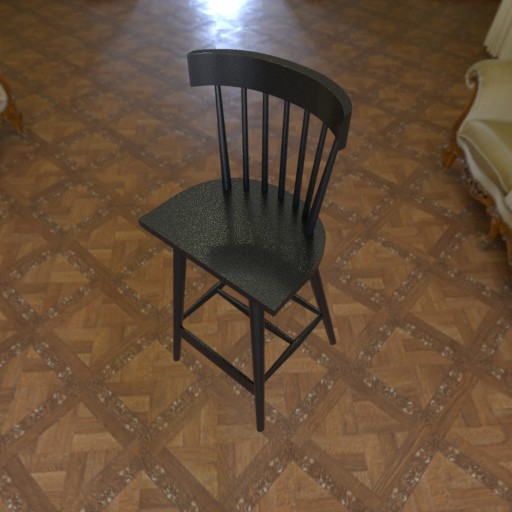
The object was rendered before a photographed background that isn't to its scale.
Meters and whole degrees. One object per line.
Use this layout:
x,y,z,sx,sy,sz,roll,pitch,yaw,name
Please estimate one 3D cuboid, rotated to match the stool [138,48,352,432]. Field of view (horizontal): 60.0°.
0.000,0.000,1.352,0.482,1.092,0.483,32,55,26,stool
